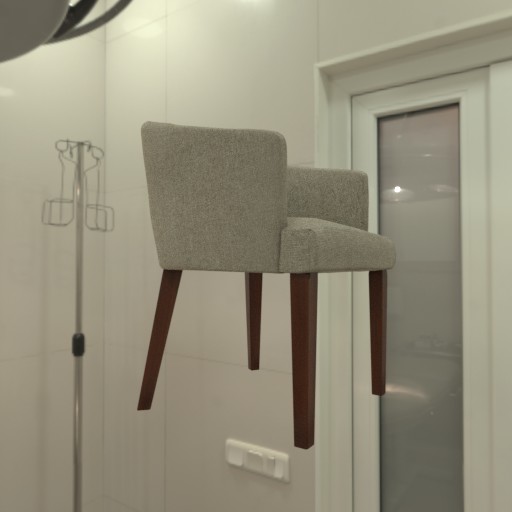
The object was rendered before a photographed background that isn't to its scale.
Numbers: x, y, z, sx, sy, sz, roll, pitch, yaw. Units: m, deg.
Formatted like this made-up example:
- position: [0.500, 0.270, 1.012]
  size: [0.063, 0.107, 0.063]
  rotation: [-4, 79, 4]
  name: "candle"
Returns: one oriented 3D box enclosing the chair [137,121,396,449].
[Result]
- position: [0.000, 0.000, 1.285]
  size: [0.655, 0.811, 0.583]
  rotation: [-1, -1, 34]
  name: "chair"
